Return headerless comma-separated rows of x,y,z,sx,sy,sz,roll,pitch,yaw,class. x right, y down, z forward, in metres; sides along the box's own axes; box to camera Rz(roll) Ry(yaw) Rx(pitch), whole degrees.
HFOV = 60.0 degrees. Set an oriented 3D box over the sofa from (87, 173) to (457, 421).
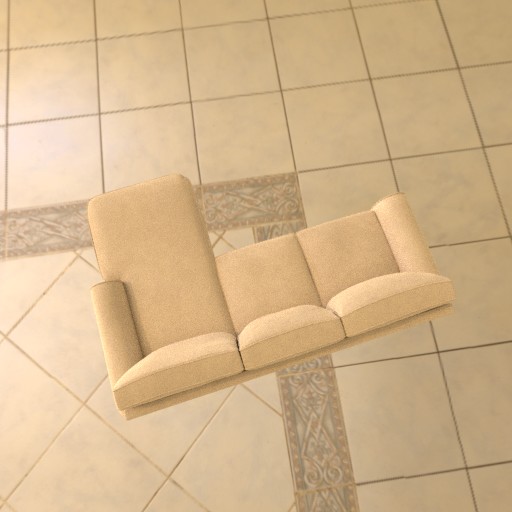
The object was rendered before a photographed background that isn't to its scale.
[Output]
0.000,0.000,2.420,1.770,0.734,1.226,-17,76,-5,sofa
